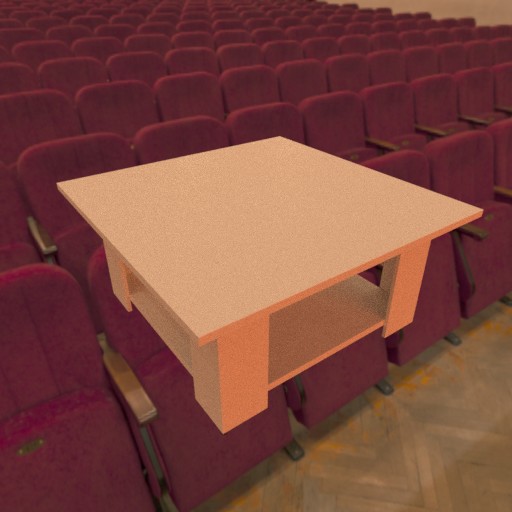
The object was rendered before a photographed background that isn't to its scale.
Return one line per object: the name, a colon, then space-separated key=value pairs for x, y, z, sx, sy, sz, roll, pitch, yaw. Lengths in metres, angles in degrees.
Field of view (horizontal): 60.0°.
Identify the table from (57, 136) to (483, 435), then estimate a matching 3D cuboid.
table: x=0.000 y=0.000 z=1.054 sx=0.670 sy=0.305 sz=0.670 roll=-20 pitch=36 yaw=-30
